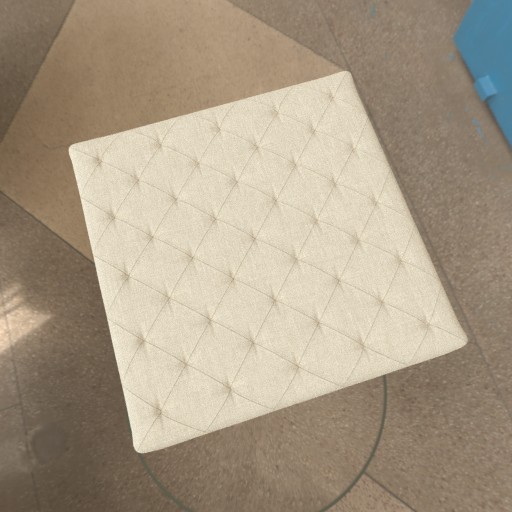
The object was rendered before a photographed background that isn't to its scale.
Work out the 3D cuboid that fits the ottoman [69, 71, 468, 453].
[{"bbox_3d":[0.000,0.000,1.604,1.028,0.439,1.028,-17,75,-5],"label":"ottoman"}]
